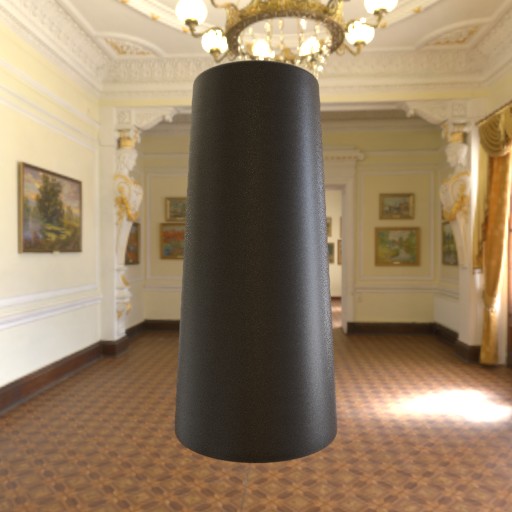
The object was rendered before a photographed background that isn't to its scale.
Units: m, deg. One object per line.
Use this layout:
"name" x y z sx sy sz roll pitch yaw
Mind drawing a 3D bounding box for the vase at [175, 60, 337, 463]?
"vase" 0.000 0.000 0.377 0.136 0.289 0.136 0 1 17
